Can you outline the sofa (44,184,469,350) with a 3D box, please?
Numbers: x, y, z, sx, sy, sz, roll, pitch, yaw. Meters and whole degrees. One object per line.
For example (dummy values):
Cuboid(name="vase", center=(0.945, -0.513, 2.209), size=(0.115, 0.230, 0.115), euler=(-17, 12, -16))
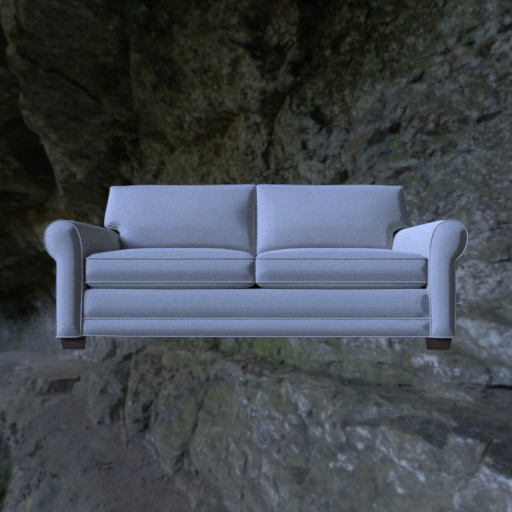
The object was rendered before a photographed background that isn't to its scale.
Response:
Cuboid(name="sofa", center=(0.000, 0.000, 2.658), size=(2.146, 0.962, 0.901), euler=(0, -1, 0))
